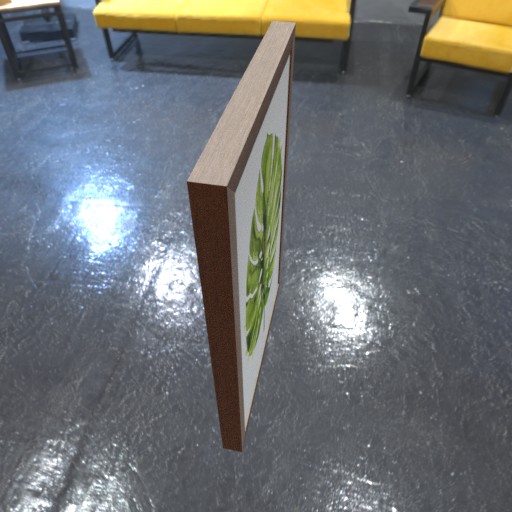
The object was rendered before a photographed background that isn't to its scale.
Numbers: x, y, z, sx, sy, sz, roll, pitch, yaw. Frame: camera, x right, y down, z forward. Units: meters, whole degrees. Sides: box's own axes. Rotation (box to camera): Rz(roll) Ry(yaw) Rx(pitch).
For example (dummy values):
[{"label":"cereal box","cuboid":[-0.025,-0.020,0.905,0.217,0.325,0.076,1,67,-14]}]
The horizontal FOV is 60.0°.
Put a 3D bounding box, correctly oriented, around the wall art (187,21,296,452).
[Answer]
[{"label":"wall art","cuboid":[0.000,0.000,0.633,0.032,0.510,0.358,8,46,8]}]
